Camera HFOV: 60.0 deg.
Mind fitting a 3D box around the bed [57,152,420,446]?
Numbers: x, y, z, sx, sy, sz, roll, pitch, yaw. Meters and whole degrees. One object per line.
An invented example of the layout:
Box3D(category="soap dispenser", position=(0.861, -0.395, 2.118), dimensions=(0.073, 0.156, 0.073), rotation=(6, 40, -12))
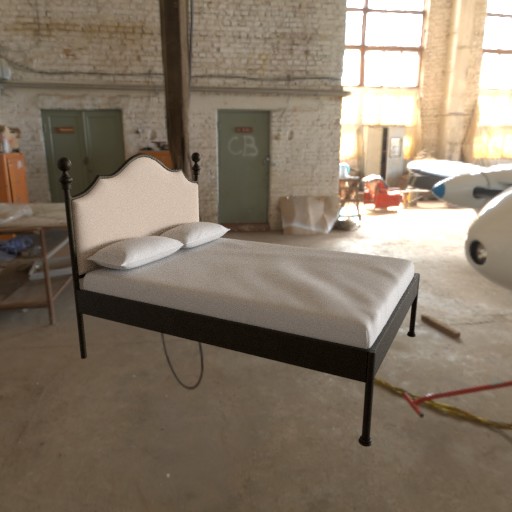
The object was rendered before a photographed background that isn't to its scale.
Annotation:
Box3D(category="bed", position=(0.000, 0.000, 3.371), dimensions=(2.224, 1.499, 1.642), rotation=(7, 16, 27))
